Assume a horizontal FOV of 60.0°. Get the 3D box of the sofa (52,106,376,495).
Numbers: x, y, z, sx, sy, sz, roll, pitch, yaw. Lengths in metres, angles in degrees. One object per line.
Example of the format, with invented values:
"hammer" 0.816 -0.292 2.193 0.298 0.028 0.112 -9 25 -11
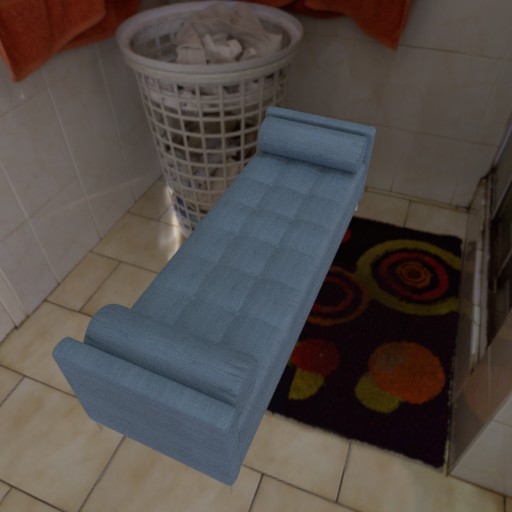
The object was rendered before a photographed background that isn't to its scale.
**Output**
"sofa" 0.000 0.000 2.273 0.686 0.635 1.981 17 48 17
